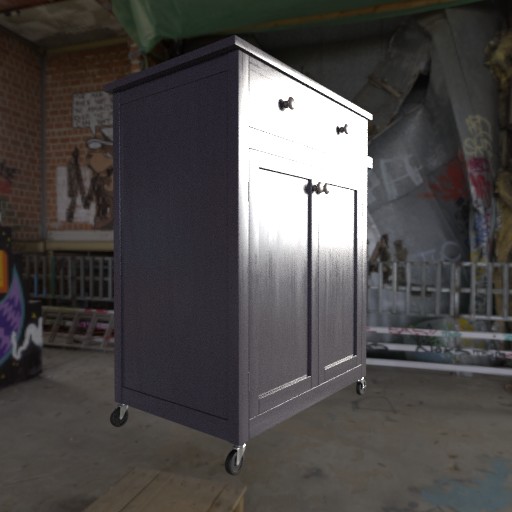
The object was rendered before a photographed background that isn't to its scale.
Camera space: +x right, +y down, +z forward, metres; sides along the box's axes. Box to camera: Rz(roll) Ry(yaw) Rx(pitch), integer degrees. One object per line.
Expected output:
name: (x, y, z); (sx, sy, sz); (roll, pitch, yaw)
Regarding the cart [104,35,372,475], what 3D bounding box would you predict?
cart: (0.000, 0.000, 1.272); (0.449, 0.878, 0.690); (1, 1, 38)
